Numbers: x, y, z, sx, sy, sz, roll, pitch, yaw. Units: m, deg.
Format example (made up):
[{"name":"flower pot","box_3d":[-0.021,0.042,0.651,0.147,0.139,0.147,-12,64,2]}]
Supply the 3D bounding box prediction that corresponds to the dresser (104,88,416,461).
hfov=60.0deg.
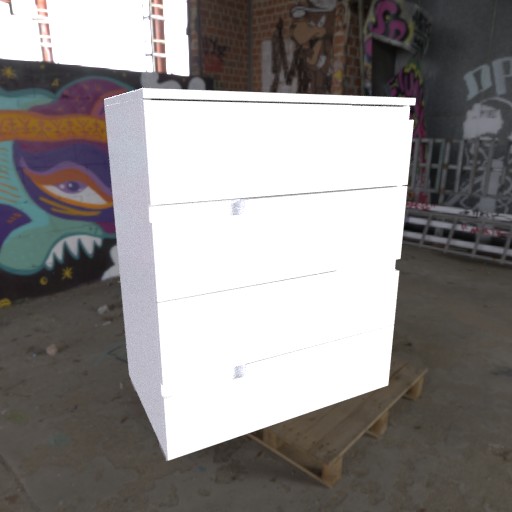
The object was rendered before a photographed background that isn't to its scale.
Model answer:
[{"name":"dresser","box_3d":[0.000,0.000,1.195,0.650,0.800,0.400,-8,18,-26]}]
